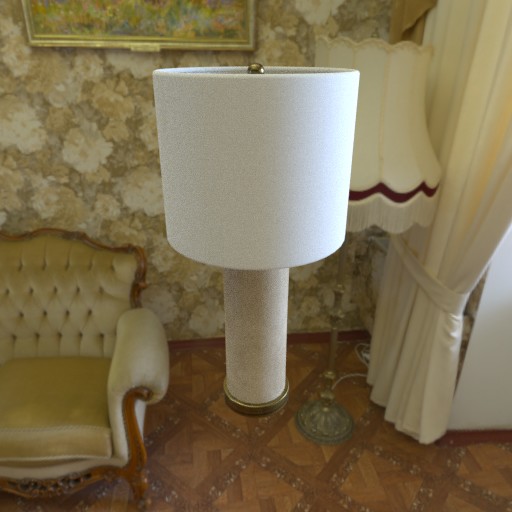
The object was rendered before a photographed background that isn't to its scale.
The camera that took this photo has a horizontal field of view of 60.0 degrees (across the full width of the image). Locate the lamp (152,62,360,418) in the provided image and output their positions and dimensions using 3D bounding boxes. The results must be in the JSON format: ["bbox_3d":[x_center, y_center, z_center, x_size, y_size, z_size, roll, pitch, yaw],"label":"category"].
[{"bbox_3d":[0.000,0.000,0.793,0.305,0.634,0.305,17,30,32],"label":"lamp"}]
